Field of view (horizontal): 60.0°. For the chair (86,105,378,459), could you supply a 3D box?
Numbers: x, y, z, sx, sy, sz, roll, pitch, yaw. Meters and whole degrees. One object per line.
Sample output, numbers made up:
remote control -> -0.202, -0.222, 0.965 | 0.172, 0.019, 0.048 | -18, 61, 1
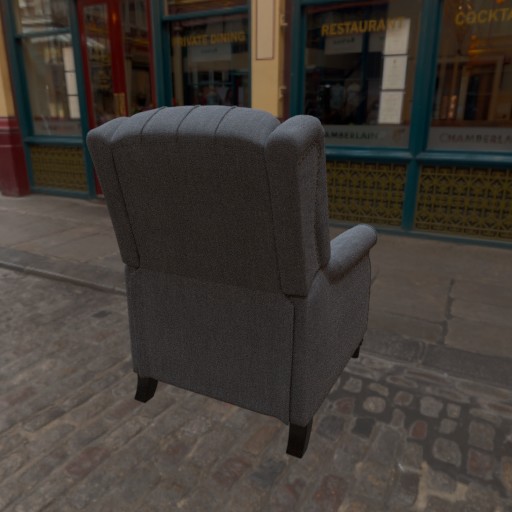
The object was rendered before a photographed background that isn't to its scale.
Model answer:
chair -> 0.000, 0.000, 1.641 | 0.742, 1.035, 0.898 | 8, 18, 26
